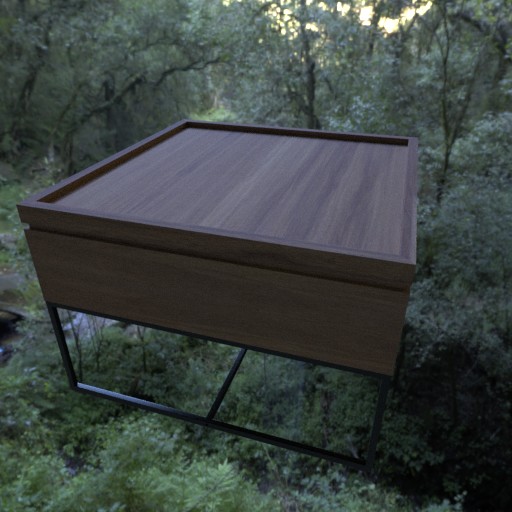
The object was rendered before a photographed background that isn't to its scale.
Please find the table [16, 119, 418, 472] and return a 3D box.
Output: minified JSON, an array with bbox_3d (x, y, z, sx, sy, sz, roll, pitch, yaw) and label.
[{"bbox_3d":[0.000,0.000,1.089,0.676,0.464,0.679,9,31,15],"label":"table"}]
